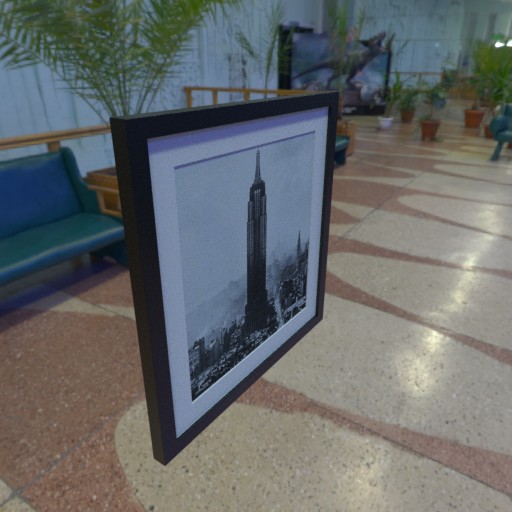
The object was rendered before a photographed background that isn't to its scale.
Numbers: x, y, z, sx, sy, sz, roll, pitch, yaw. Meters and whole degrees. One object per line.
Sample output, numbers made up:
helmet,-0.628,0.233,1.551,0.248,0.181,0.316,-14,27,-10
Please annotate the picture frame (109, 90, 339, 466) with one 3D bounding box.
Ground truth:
picture frame,0.000,0.000,0.839,0.029,0.557,0.559,16,29,32
